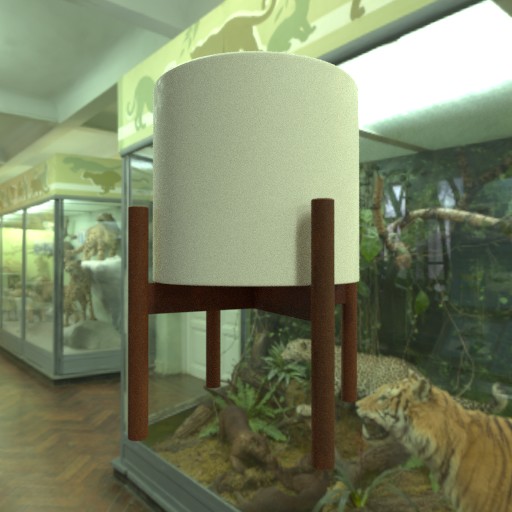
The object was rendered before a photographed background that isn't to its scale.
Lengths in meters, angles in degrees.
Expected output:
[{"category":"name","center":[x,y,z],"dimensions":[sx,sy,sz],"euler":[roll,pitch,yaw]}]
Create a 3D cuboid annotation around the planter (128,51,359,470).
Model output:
[{"category":"planter","center":[0.000,0.000,0.494],"dimensions":[0.224,0.358,0.224],"euler":[0,0,19]}]
